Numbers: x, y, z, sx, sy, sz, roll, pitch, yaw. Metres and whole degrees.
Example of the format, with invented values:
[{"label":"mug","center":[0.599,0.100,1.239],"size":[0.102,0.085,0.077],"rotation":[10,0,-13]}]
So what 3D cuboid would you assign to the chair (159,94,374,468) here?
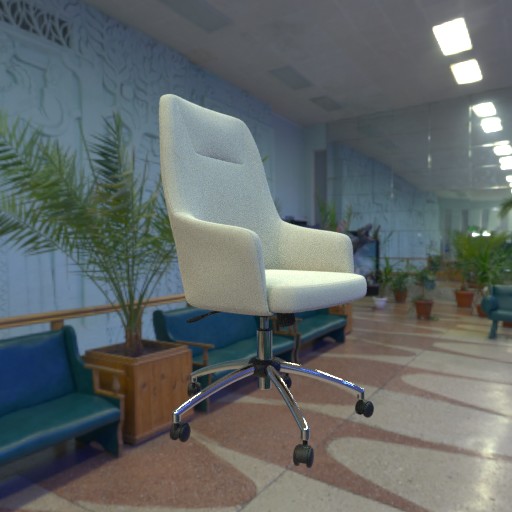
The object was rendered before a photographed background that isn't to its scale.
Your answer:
[{"label":"chair","center":[0.000,0.000,1.447],"size":[0.640,1.049,0.620],"rotation":[1,2,36]}]
